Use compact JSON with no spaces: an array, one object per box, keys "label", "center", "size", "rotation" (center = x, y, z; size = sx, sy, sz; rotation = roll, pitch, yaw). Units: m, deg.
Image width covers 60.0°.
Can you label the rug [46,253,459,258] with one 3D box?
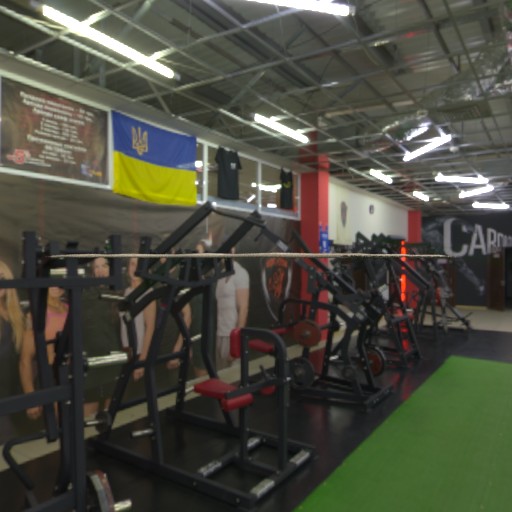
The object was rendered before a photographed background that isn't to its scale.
[{"label":"rug","center":[0.000,0.000,4.144],"size":[3.061,0.034,2.426],"rotation":[0,0,36]}]
